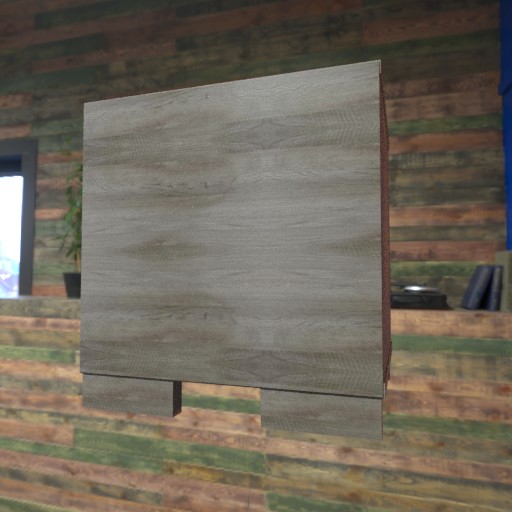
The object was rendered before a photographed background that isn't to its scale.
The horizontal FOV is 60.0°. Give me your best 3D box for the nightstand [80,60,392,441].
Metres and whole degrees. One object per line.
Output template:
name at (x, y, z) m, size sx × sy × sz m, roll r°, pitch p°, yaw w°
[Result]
nightstand at (0.000, 0.000, 0.746) m, size 0.427 × 0.448 × 0.347 m, roll -1°, pitch -3°, yaw 18°
